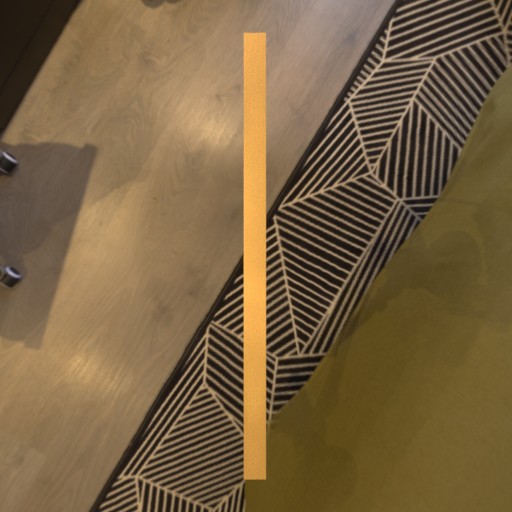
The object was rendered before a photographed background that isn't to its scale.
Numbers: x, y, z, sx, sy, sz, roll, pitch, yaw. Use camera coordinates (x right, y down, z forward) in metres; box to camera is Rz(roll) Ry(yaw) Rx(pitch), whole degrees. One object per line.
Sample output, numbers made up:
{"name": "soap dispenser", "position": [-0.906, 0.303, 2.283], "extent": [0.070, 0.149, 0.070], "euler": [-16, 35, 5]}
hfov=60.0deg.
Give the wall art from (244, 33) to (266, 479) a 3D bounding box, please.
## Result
{"name": "wall art", "position": [0.000, 0.000, 1.137], "extent": [0.038, 0.762, 0.762], "euler": [0, 90, 0]}
